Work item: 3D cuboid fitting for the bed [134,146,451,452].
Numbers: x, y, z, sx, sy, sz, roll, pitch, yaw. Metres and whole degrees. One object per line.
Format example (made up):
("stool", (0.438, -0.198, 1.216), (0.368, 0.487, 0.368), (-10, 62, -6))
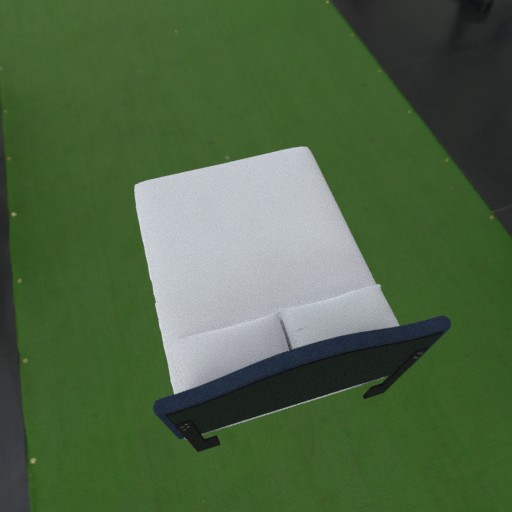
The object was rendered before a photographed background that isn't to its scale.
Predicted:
("bed", (0.000, 0.000, 3.295), (1.725, 1.518, 2.153), (-14, 60, -8))
